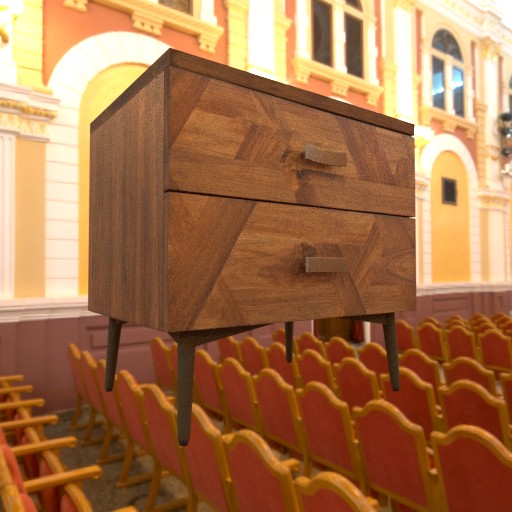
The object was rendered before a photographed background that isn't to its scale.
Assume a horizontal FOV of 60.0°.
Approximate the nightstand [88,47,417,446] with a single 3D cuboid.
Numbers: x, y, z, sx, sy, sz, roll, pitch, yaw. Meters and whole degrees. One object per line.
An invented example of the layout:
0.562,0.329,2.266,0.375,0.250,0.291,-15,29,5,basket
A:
0.000,0.000,1.001,0.610,0.610,0.458,1,-2,-36,nightstand
